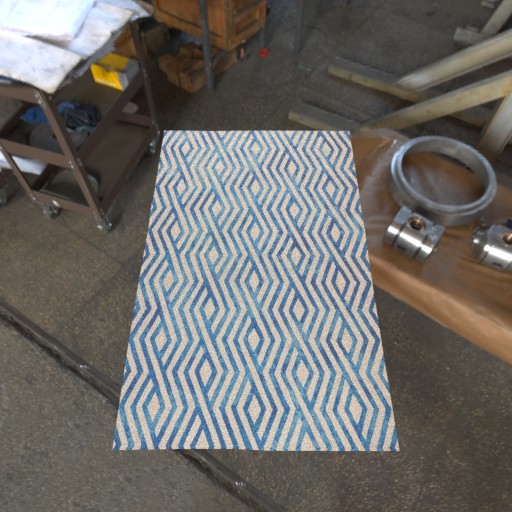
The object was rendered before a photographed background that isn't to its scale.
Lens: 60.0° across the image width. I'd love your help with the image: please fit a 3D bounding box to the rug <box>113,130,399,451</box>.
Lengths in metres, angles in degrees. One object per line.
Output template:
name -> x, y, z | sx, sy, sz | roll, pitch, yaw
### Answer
rug -> 0.000, 0.000, 3.004 | 1.531, 0.008, 2.439 | 0, 58, 0
